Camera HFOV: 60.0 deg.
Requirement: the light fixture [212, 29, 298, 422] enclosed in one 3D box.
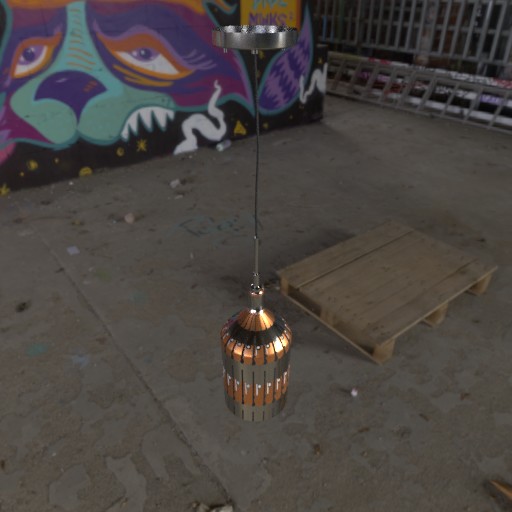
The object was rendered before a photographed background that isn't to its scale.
[{"bbox_3d":[0.000,0.000,1.678,0.303,1.535,0.303,0,32,0],"label":"light fixture"}]
